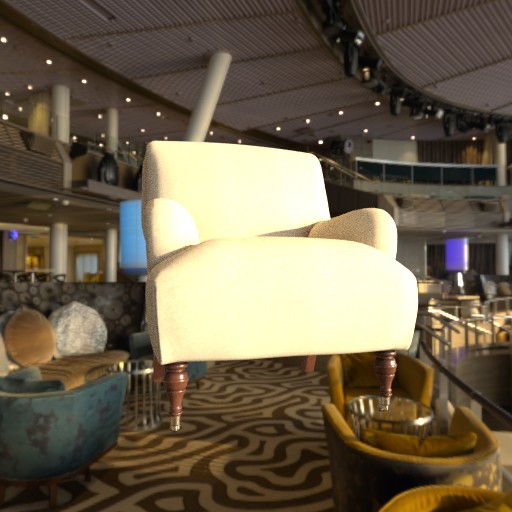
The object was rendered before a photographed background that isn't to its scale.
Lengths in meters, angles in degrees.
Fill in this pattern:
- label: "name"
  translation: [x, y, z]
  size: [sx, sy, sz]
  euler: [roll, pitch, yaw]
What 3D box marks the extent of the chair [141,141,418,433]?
- label: "chair"
  translation: [0.000, 0.000, 1.531]
  size: [0.766, 0.944, 0.842]
  euler: [1, -2, -16]
